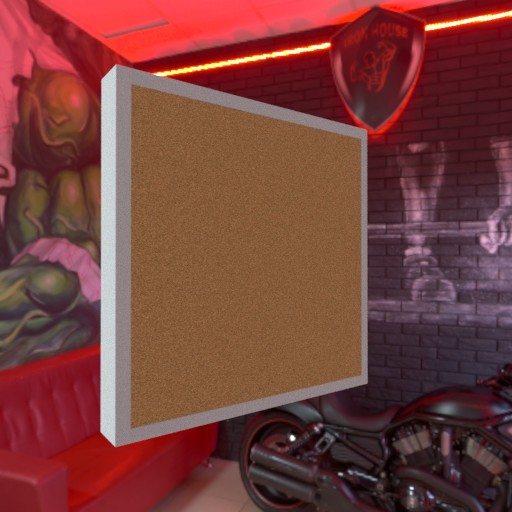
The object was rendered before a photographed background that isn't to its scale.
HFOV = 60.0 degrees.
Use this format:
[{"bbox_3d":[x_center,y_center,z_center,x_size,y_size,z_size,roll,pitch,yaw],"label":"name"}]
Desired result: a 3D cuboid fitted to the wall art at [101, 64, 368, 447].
[{"bbox_3d":[0.000,0.000,0.458,0.305,0.305,0.038,0,0,-36],"label":"wall art"}]
